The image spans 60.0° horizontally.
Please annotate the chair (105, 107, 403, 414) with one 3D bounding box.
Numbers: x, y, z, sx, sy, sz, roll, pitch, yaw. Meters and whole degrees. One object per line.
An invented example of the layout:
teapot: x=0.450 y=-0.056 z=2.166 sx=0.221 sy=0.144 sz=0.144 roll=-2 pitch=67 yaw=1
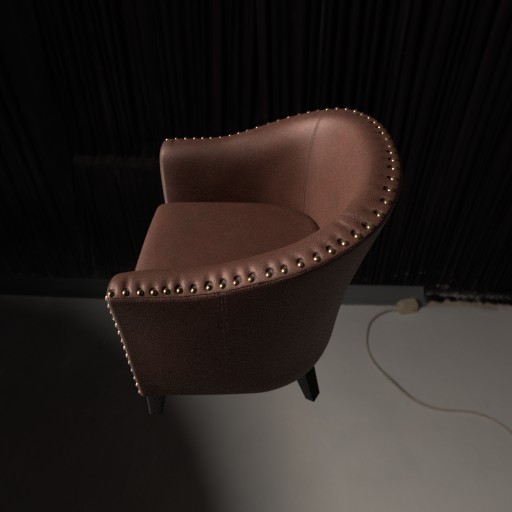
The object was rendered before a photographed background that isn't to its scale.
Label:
chair: x=0.000 y=0.000 z=1.448 sx=0.748 sy=0.823 sz=0.794 roll=1 pitch=41 yaw=1
